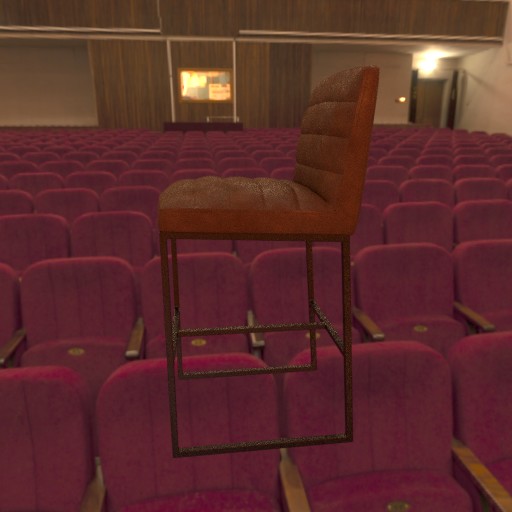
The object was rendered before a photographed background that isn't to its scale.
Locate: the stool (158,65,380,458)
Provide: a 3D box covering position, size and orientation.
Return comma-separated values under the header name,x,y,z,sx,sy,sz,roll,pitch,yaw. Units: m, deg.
name,x,y,z,sx,sy,sz,roll,pitch,yaw
stool,0.000,0.000,1.370,0.562,1.065,0.463,-2,16,-7
